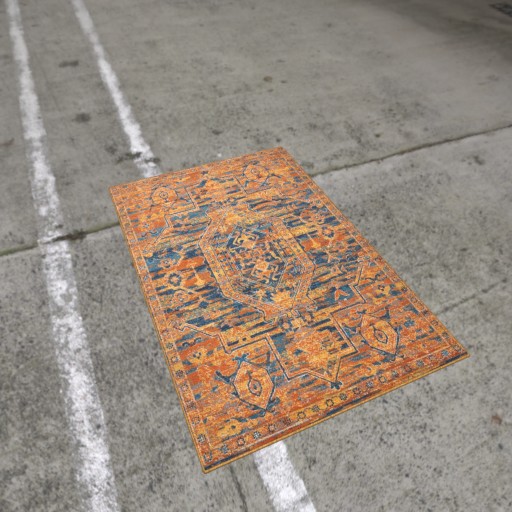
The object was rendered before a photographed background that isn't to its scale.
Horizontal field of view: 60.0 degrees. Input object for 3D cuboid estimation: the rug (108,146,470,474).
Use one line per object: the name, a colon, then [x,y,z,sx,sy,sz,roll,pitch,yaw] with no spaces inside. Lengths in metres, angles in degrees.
rug: [0.000,0.000,2.216,1.148,0.013,1.758,-17,47,-16]
